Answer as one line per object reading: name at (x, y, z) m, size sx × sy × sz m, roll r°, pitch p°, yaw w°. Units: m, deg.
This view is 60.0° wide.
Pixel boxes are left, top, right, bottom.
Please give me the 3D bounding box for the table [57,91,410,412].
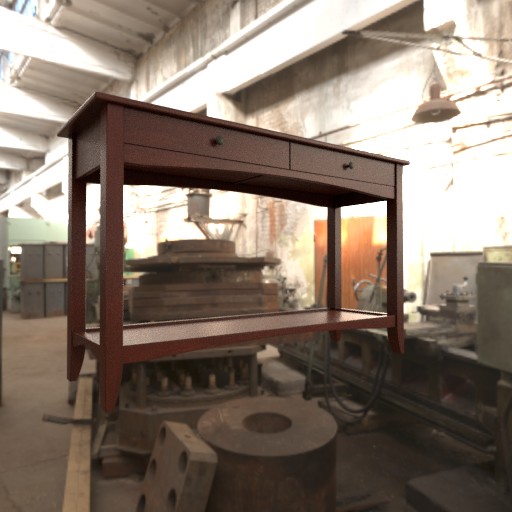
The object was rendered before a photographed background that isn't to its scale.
table at (0.000, 0.000, 1.510) m, size 1.188 × 0.739 × 0.392 m, roll 1°, pitch -1°, yaw -36°
